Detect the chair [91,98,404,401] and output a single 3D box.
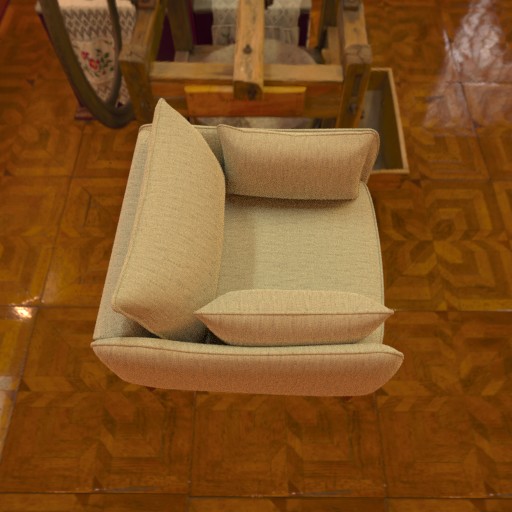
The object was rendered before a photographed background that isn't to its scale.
[{"bbox_3d":[0.000,0.000,1.735,0.991,0.855,0.994,2,62,1],"label":"chair"}]
